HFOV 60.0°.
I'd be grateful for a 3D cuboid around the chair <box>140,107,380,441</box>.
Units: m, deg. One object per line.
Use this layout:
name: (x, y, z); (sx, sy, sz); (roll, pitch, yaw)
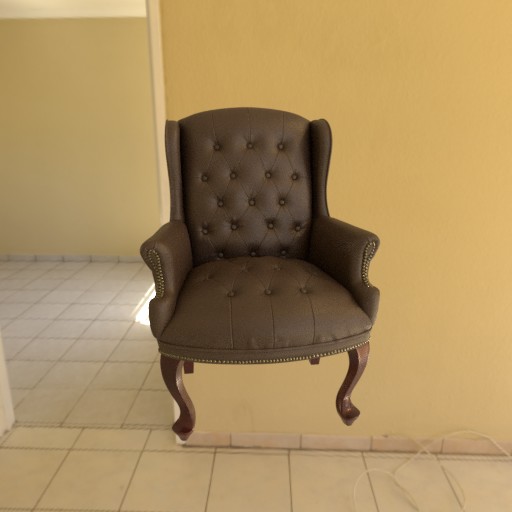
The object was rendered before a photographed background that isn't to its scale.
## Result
chair: (0.000, 0.000, 1.735); (0.829, 1.132, 0.819); (-2, 16, -7)
